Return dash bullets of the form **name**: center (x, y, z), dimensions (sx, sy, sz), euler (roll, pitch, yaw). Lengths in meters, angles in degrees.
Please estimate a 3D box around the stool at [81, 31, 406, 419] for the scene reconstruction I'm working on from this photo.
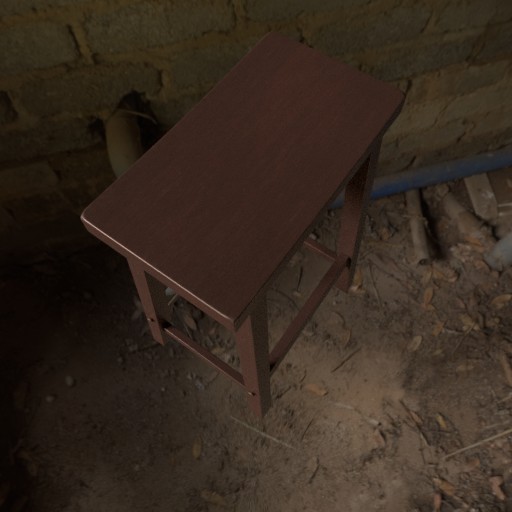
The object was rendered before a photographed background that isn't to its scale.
- **stool**: center (0.000, 0.000, 0.839), dimensions (0.322, 0.610, 0.406), euler (32, 68, 15)
